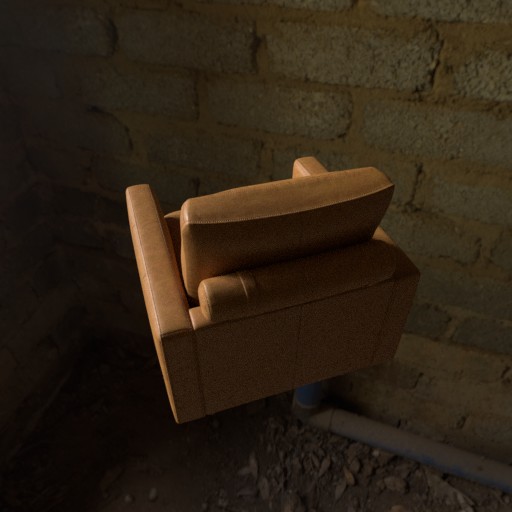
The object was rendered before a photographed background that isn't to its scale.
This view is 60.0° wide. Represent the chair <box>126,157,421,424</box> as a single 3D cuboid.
[{"bbox_3d":[0.000,0.000,1.614,0.831,0.896,0.868,-12,42,-14],"label":"chair"}]
